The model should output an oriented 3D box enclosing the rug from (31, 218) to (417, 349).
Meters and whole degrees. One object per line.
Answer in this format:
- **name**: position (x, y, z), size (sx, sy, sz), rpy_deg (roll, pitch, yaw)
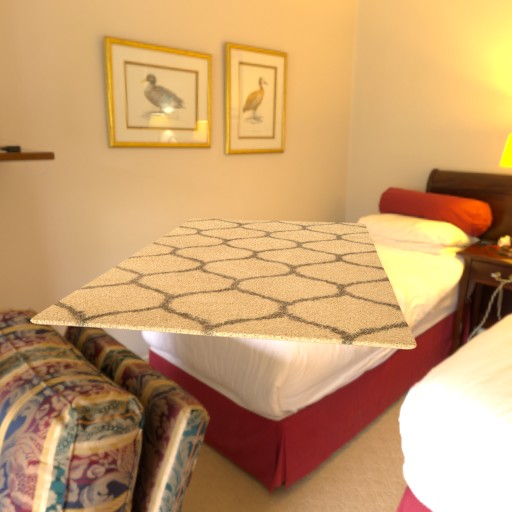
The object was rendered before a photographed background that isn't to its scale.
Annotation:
- **rug**: position (0.000, 0.000, 3.288), size (1.801, 0.026, 2.701), rpy_deg (2, 16, 8)
